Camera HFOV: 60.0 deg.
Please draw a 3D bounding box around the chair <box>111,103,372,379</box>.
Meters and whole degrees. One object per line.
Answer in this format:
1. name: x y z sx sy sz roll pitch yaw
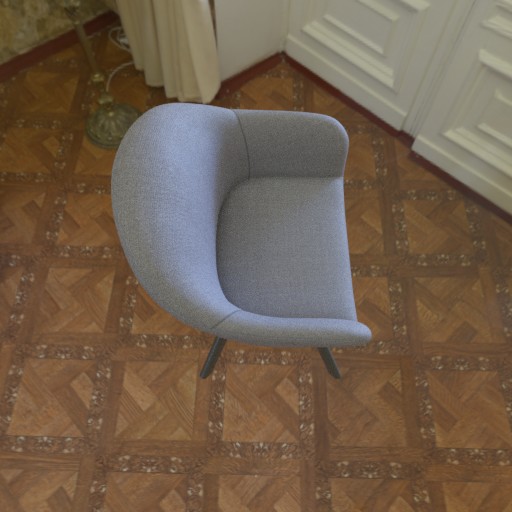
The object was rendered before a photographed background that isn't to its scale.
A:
1. chair: 0.000 0.000 1.182 0.550 0.795 0.590 0 64 0
